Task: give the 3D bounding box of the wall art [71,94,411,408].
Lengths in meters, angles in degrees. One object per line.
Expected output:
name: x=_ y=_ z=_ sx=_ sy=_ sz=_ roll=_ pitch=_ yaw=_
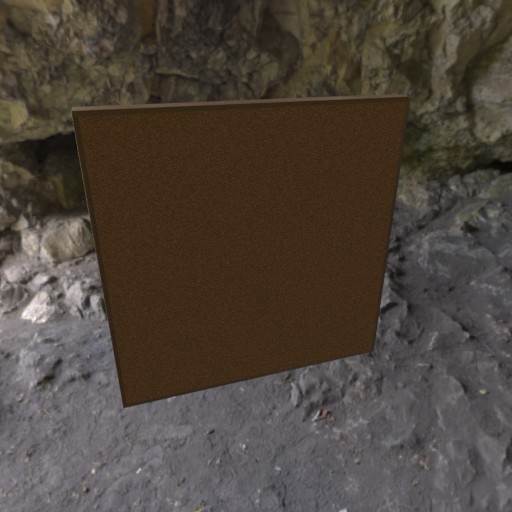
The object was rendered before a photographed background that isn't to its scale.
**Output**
wall art: x=0.000 y=0.000 z=0.770 sx=0.513 sy=0.511 sz=0.038 roll=-8 pitch=27 yaw=-16
